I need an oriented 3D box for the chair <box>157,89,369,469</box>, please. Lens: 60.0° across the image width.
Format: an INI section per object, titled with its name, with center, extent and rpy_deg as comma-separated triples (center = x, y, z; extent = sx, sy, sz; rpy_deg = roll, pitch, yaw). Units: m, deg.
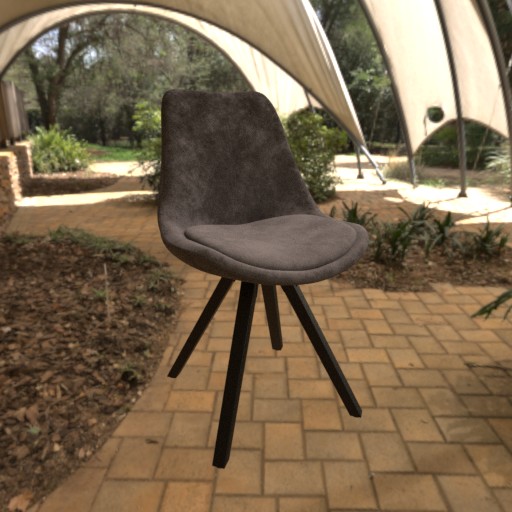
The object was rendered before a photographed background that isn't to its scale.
[chair]
center = 0.000, 0.000, 1.177
extent = 0.485, 0.850, 0.550
rpy_deg = -9, 19, -26
